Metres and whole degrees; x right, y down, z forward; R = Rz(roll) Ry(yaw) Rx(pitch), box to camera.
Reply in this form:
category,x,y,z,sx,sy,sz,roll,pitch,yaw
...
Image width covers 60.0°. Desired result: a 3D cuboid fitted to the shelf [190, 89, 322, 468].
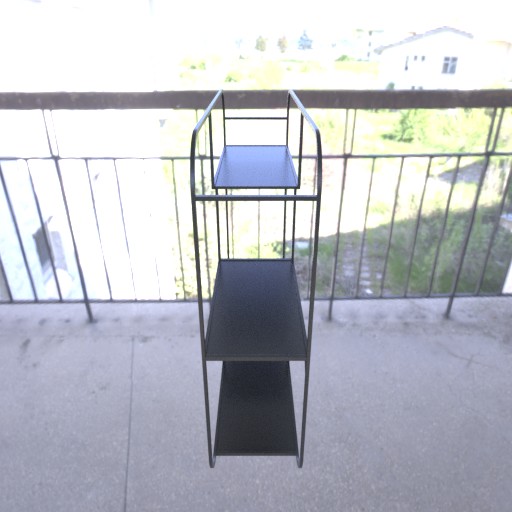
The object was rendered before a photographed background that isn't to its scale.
category,x,y,z,sx,sy,sz,roll,pitch,yaw
shelf,0.000,0.000,0.914,0.160,0.600,0.600,0,26,0
